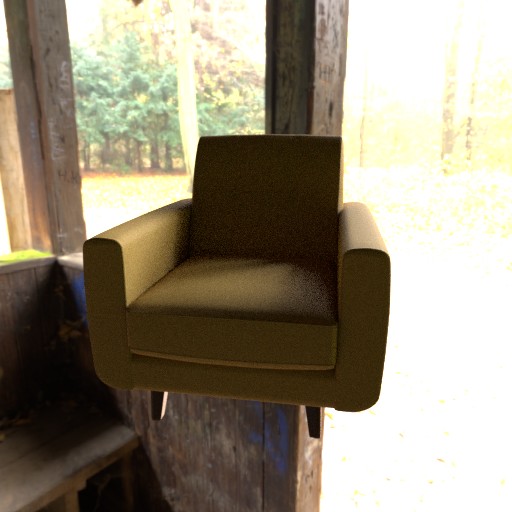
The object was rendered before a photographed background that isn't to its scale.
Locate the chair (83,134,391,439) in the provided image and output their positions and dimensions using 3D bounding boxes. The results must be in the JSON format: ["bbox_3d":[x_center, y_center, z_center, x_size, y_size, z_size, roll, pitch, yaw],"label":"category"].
[{"bbox_3d":[0.000,0.000,1.572,0.831,0.841,0.909,3,15,10],"label":"chair"}]
